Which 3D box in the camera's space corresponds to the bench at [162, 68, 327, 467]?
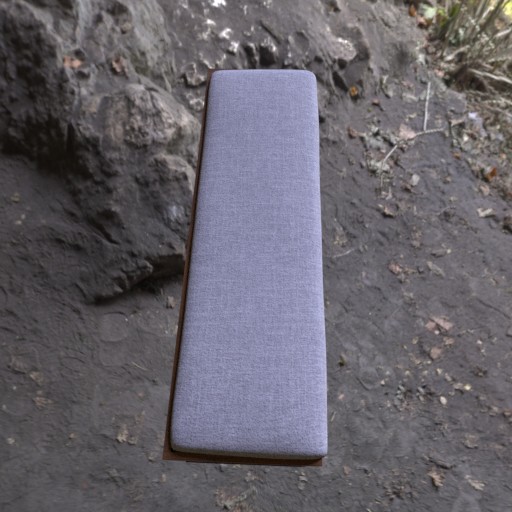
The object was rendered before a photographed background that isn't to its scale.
[{"bbox_3d":[0.000,0.000,1.406,0.367,0.468,1.196,2,64,1],"label":"bench"}]
